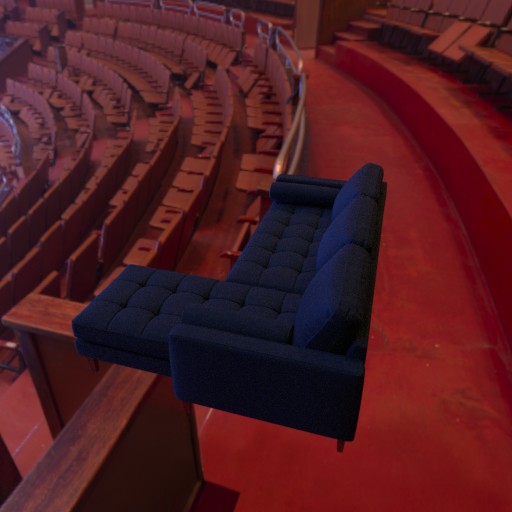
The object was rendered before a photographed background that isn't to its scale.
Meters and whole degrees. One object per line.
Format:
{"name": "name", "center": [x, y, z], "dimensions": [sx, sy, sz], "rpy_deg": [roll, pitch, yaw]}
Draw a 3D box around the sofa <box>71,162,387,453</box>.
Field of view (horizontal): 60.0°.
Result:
{"name": "sofa", "center": [0.000, 0.000, 3.036], "dimensions": [1.613, 0.841, 2.185], "rpy_deg": [9, 33, 14]}
